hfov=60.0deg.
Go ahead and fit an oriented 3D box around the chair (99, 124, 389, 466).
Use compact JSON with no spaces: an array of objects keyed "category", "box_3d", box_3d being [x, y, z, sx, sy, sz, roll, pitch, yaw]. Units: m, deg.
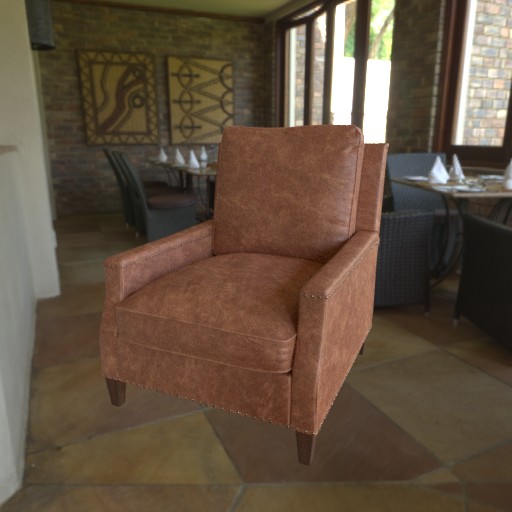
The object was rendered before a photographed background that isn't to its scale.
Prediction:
[{"category":"chair","box_3d":[0.000,0.000,1.828,0.854,1.054,1.035,7,16,24]}]
